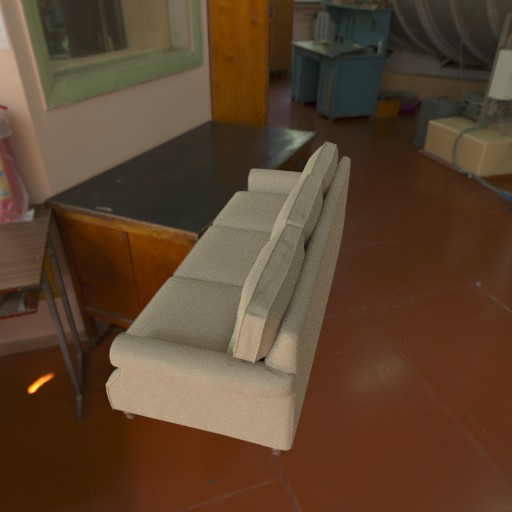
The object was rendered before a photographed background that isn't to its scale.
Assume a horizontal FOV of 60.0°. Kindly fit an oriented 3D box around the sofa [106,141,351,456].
[{"bbox_3d":[0.000,0.000,2.886,0.966,0.948,2.354,8,33,13],"label":"sofa"}]
